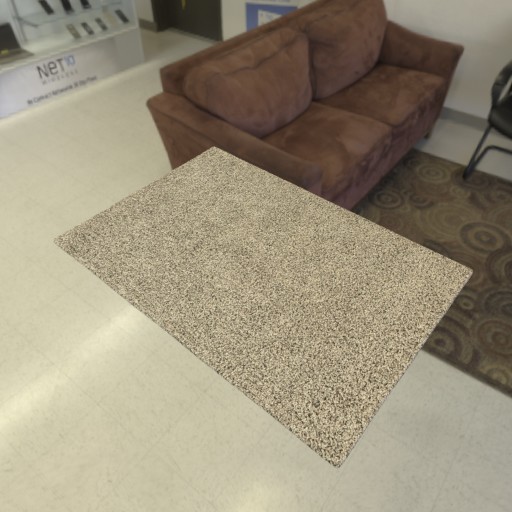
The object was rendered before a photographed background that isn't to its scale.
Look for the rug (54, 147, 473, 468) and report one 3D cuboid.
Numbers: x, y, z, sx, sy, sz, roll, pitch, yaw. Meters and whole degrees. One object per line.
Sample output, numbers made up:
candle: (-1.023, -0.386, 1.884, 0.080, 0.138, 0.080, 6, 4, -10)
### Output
rug: (0.000, 0.000, 2.257, 1.778, 0.030, 1.219, 31, 53, 27)
